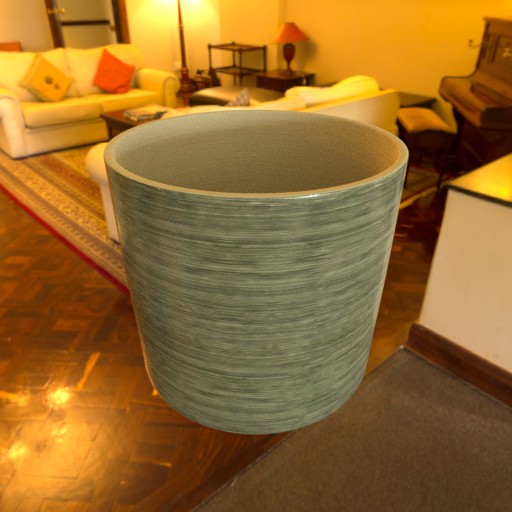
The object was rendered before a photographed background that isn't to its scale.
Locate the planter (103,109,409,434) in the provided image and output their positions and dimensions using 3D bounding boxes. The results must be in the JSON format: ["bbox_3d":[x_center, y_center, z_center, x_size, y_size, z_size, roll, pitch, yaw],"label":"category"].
[{"bbox_3d":[0.000,0.000,0.385,0.221,0.201,0.221,0,30,0],"label":"planter"}]
